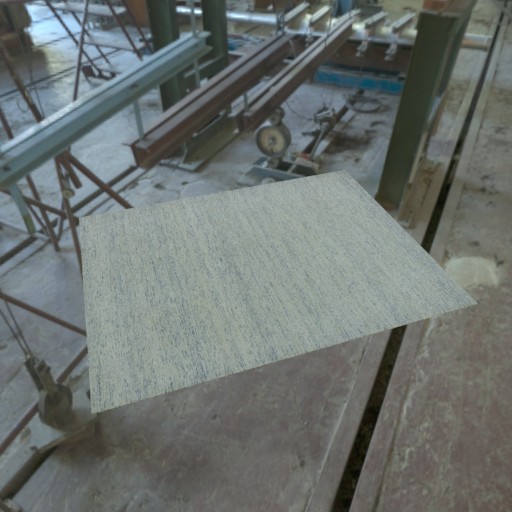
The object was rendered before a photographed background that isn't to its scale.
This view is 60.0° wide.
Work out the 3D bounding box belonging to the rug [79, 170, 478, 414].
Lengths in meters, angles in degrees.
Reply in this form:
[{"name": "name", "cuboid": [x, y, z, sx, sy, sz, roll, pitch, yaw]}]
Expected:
[{"name": "rug", "cuboid": [0.000, 0.000, 4.295, 3.197, 0.006, 2.438, -12, 42, -14]}]
